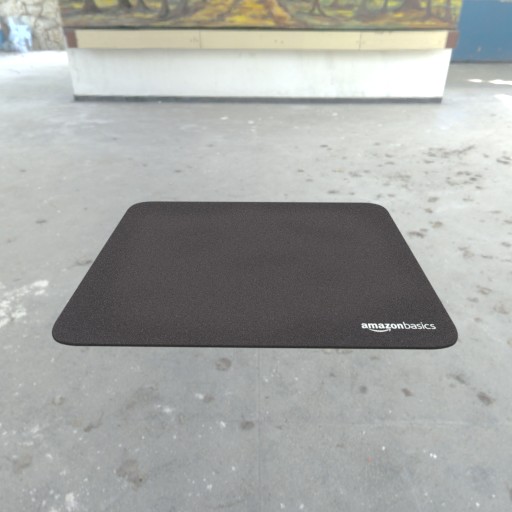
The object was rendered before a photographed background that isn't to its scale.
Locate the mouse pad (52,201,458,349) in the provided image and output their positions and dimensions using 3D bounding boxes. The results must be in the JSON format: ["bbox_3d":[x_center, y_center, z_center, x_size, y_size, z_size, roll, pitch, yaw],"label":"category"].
[{"bbox_3d":[0.000,0.000,0.349,0.249,0.002,0.211,0,30,1],"label":"mouse pad"}]
